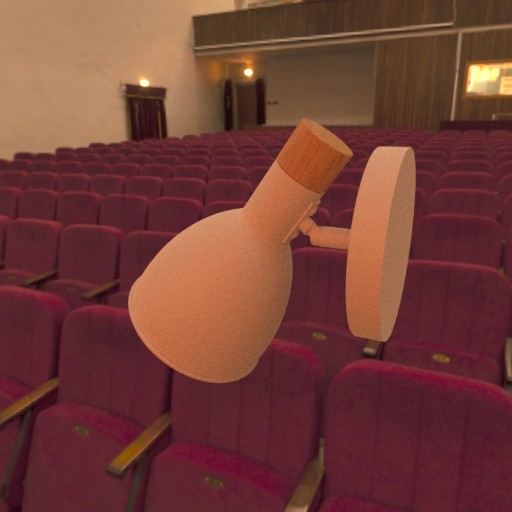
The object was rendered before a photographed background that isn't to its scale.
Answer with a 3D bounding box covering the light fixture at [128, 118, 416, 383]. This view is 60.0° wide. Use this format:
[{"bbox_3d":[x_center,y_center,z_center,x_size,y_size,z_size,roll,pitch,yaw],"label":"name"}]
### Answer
[{"bbox_3d":[0.000,0.000,0.337,0.209,0.199,0.127,7,17,25],"label":"light fixture"}]
